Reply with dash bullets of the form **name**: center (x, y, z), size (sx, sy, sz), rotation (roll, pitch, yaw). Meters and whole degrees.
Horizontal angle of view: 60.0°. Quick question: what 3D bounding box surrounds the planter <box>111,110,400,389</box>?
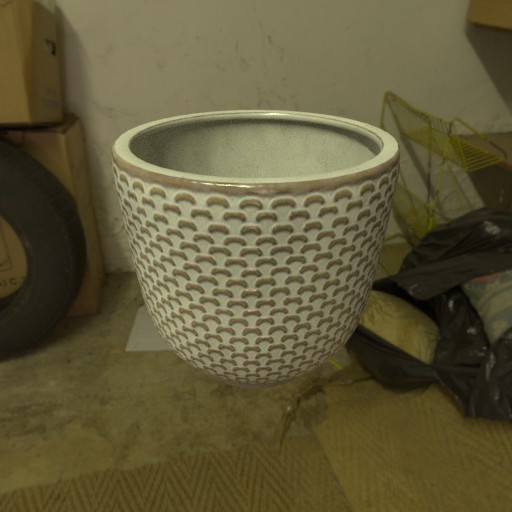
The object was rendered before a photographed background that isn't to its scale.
- **planter**: center (0.000, 0.000, 0.355), size (0.197, 0.191, 0.197), rotation (0, 29, 0)
